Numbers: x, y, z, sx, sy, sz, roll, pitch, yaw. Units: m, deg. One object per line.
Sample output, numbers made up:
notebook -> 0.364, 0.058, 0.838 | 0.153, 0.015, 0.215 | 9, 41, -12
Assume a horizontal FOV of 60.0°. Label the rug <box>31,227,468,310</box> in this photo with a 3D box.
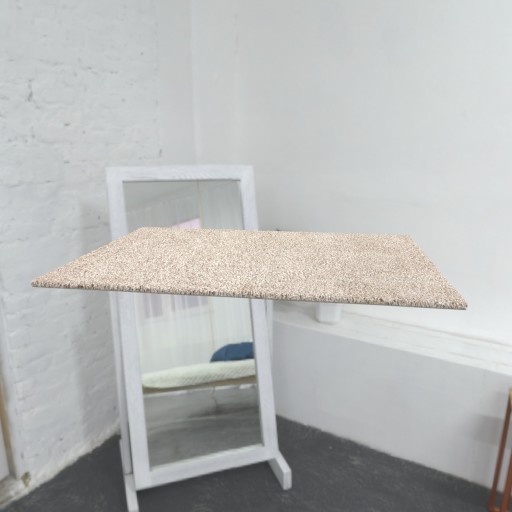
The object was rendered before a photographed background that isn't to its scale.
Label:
rug -> 0.000, 0.000, 2.348 | 1.778, 0.030, 1.219 | 2, 15, 8
